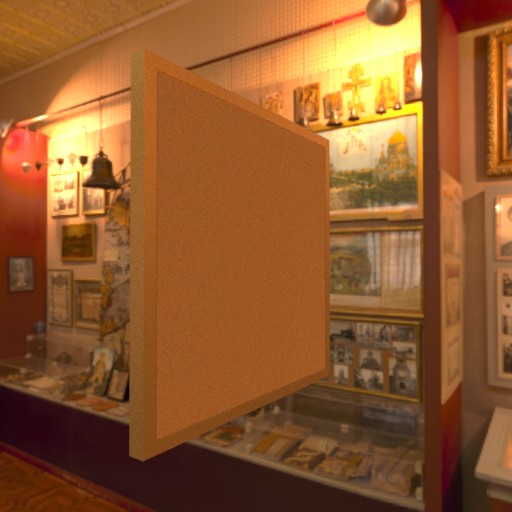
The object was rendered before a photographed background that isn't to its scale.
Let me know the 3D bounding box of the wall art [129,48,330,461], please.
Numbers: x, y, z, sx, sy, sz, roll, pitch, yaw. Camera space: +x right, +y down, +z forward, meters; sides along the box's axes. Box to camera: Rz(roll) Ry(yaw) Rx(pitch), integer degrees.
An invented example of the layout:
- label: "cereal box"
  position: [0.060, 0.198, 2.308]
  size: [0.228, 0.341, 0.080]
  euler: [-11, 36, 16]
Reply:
- label: "wall art"
  position: [0.000, 0.000, 2.877]
  size: [0.099, 1.926, 1.926]
  euler: [-1, -1, 36]
